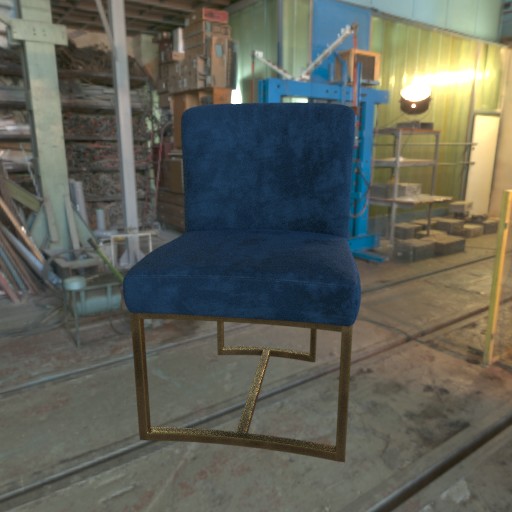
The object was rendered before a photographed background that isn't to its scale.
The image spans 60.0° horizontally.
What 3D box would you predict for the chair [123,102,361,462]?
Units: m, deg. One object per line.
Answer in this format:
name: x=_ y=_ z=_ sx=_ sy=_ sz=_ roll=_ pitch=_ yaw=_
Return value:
chair: x=0.000 y=0.000 z=1.195 sx=0.530 sy=0.824 sz=0.560 roll=2 pitch=14 yaw=9
